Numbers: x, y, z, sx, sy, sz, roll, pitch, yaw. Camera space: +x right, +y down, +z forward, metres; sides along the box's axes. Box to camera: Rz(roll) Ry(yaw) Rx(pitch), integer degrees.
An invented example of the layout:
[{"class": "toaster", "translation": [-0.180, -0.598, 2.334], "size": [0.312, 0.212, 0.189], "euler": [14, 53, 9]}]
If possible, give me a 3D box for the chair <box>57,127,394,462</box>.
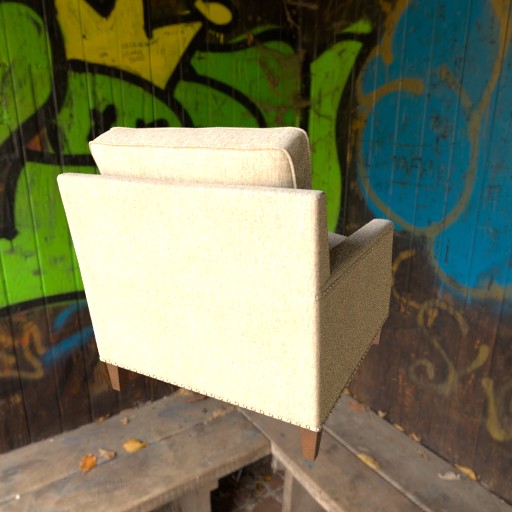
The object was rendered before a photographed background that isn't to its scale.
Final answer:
[{"class": "chair", "translation": [0.000, 0.000, 1.675], "size": [0.853, 0.943, 1.014], "euler": [9, 19, 27]}]
